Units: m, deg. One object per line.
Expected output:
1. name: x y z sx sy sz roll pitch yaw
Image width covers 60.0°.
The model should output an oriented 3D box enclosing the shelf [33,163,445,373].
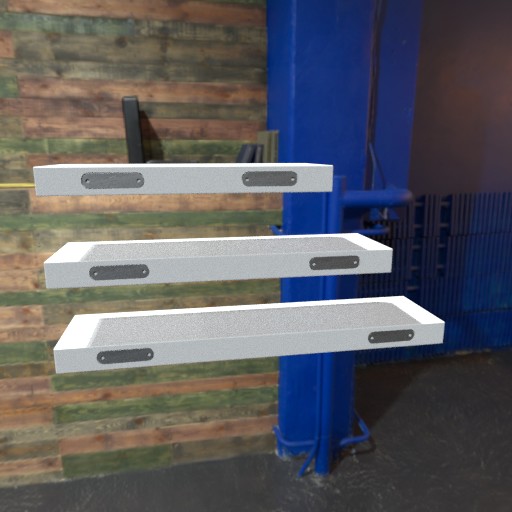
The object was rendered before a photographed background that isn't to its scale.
1. shelf: 0.000 0.000 0.724 0.610 0.293 0.140 -2 13 -10
